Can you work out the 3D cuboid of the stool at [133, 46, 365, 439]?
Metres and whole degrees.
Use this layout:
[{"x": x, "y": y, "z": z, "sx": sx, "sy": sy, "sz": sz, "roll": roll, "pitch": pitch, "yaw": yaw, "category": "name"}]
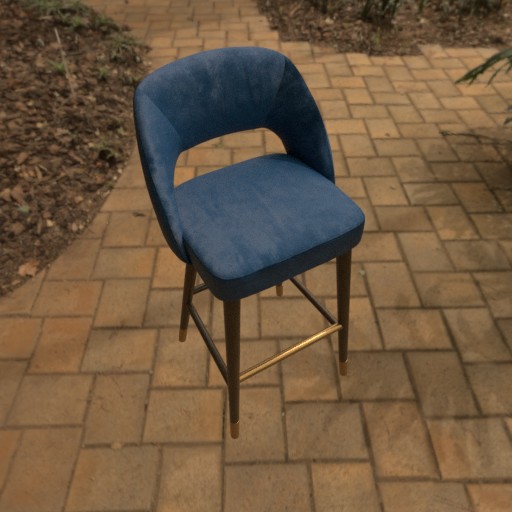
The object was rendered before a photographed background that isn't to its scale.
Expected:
[{"x": 0.000, "y": 0.000, "z": 1.305, "sx": 0.514, "sy": 1.016, "sz": 0.515, "roll": -23, "pitch": 50, "yaw": -21, "category": "stool"}]
